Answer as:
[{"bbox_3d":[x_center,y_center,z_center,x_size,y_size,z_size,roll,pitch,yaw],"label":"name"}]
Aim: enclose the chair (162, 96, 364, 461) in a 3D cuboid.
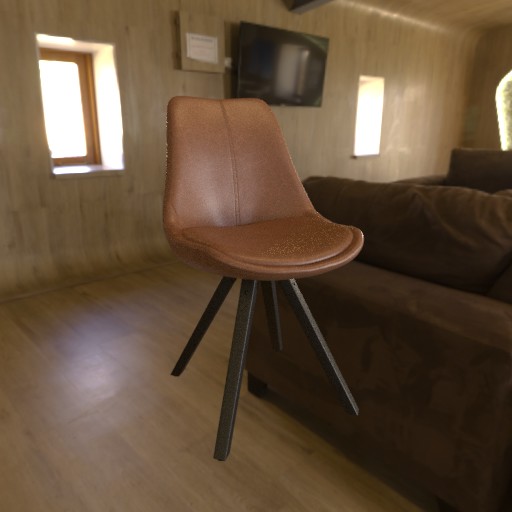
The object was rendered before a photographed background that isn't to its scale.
[{"bbox_3d":[0.000,0.000,1.213,0.475,0.850,0.550,-8,18,-25],"label":"chair"}]
